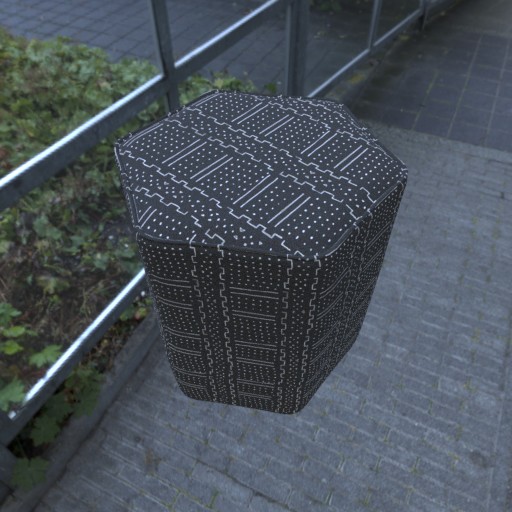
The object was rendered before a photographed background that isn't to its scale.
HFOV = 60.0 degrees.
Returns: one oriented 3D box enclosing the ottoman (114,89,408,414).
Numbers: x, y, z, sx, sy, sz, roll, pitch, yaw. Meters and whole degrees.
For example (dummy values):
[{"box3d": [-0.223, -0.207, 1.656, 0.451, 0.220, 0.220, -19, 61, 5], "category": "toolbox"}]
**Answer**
[{"box3d": [0.000, 0.000, 0.901, 0.443, 0.502, 0.494, 31, 54, 26], "category": "ottoman"}]
